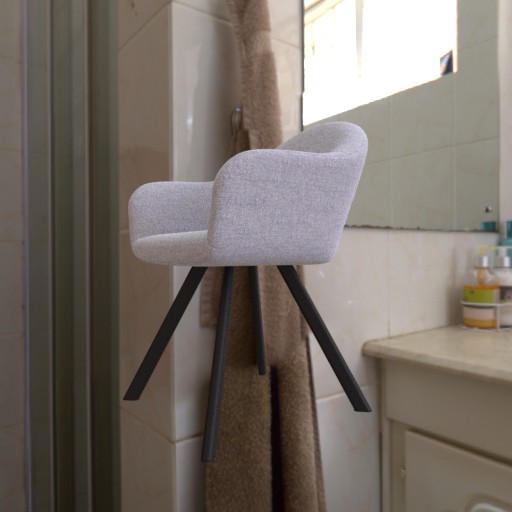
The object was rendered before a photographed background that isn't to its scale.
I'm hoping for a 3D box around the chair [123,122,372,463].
[{"bbox_3d":[0.000,0.000,1.187,0.570,0.780,0.540,0,0,-36],"label":"chair"}]
